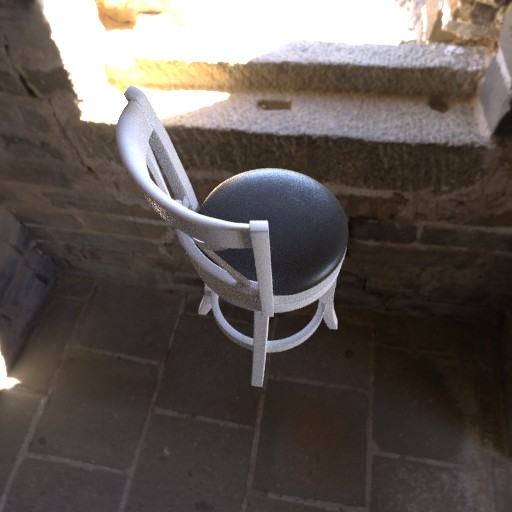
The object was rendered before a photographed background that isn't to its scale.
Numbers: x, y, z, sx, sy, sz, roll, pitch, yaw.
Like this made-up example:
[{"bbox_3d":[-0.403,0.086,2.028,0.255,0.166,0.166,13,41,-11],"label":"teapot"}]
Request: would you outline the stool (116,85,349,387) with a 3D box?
[{"bbox_3d":[0.000,0.000,1.218,0.508,0.953,0.444,-32,63,-19],"label":"stool"}]
